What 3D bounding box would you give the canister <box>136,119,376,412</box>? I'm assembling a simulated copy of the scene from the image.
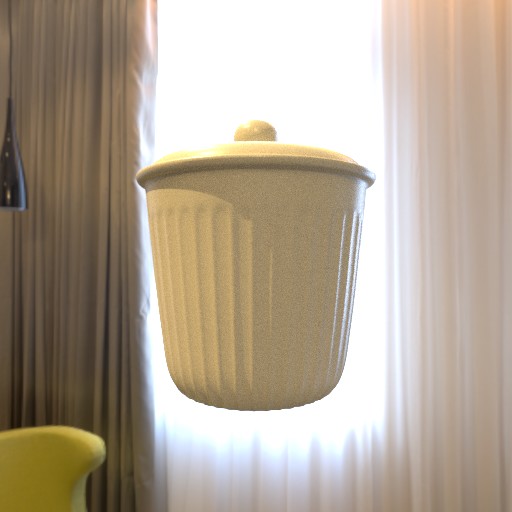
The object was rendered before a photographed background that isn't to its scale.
[{"bbox_3d":[0.000,0.000,0.346,0.181,0.211,0.181,0,0,0],"label":"canister"}]
